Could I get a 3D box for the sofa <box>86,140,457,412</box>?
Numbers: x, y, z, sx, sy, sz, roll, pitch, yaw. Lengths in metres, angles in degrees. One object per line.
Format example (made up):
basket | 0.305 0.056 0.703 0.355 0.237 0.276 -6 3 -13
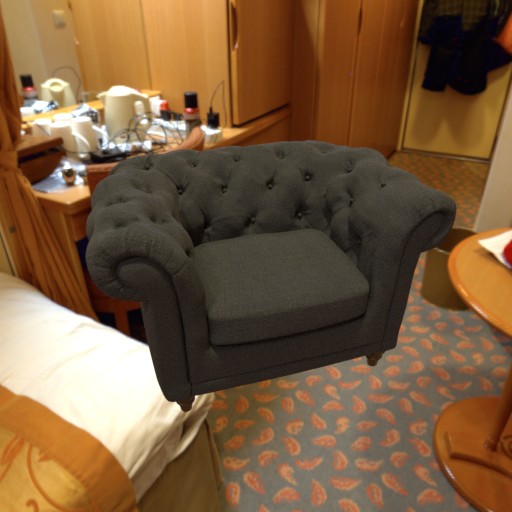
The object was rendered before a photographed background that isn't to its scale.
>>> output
sofa | 0.000 0.000 2.089 1.405 0.878 1.032 -9 31 -15
